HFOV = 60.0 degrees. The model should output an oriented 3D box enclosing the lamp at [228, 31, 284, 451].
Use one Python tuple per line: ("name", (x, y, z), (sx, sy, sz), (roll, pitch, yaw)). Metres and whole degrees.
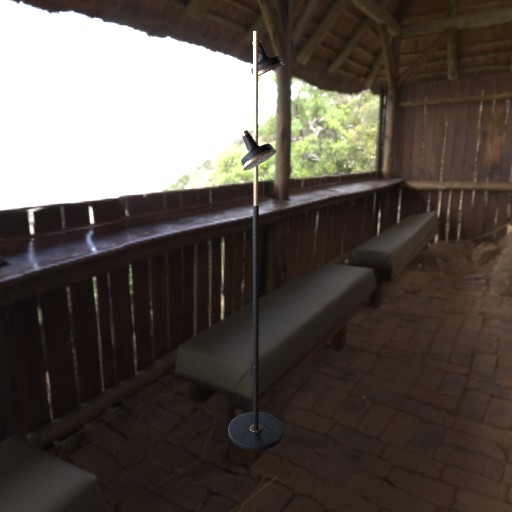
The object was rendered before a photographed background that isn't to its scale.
("lamp", (0.000, 0.000, 1.813), (0.253, 1.674, 0.351), (3, 15, 11))
